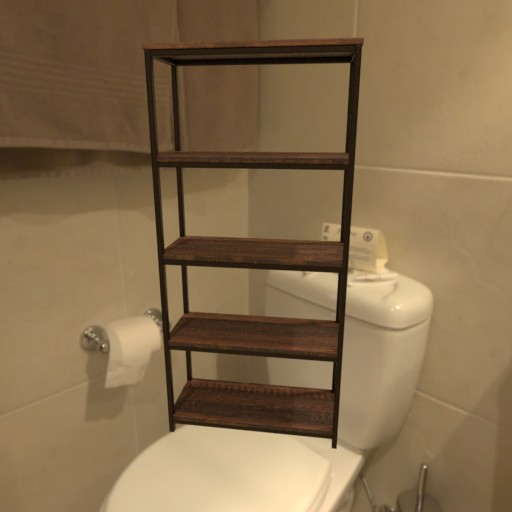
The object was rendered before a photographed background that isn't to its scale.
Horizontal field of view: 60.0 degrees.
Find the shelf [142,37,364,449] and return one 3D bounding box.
[{"bbox_3d":[0.000,0.000,2.165,0.874,1.860,0.359,2,17,8],"label":"shelf"}]
